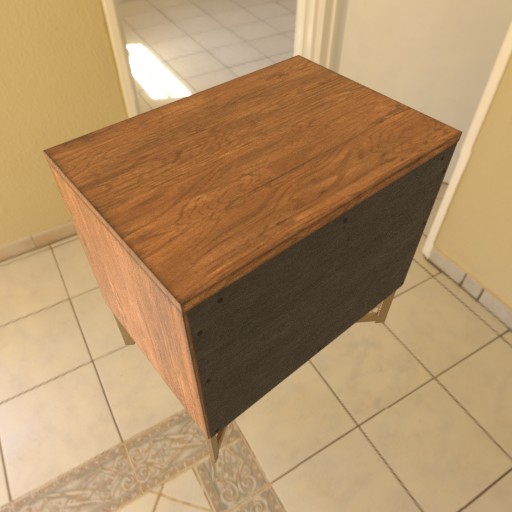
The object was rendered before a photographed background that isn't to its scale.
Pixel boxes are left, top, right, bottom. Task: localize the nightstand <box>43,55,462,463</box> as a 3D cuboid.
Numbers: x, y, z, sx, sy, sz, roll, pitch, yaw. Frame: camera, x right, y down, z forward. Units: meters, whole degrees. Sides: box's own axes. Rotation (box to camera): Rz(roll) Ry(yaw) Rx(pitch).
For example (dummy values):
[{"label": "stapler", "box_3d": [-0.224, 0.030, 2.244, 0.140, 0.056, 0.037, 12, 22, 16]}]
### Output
[{"label": "nightstand", "box_3d": [0.000, 0.000, 1.013, 0.610, 0.610, 0.446, -31, 54, -26]}]
